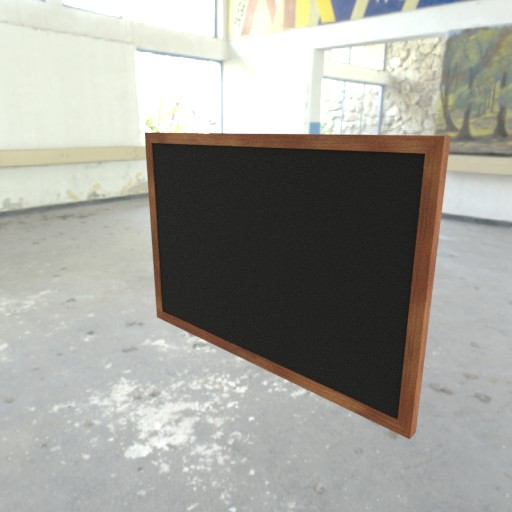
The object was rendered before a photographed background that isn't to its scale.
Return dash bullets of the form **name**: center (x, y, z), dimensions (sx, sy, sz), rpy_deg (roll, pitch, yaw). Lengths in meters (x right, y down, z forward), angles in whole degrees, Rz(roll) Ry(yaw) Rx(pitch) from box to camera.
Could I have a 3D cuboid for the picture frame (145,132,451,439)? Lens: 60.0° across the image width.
- **picture frame**: center (0.000, 0.000, 1.202), dimensions (0.950, 0.640, 0.029), rpy_deg (15, 22, 41)
